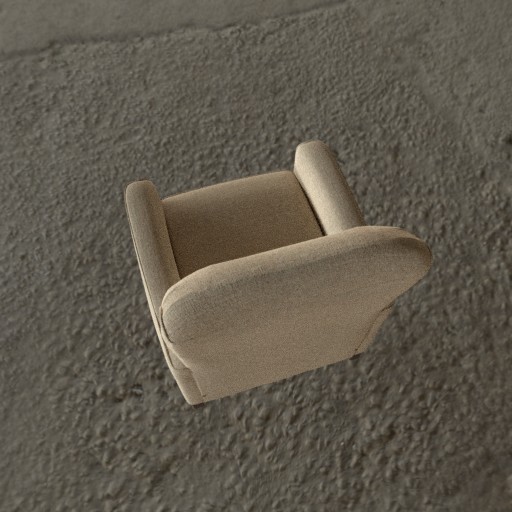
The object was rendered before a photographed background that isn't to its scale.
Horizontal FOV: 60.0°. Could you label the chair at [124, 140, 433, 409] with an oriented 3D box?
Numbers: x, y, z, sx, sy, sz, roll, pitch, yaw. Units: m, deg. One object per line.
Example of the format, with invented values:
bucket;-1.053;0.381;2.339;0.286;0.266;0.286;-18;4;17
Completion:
chair;0.000;0.000;1.640;0.841;1.028;0.858;-15;60;-9
